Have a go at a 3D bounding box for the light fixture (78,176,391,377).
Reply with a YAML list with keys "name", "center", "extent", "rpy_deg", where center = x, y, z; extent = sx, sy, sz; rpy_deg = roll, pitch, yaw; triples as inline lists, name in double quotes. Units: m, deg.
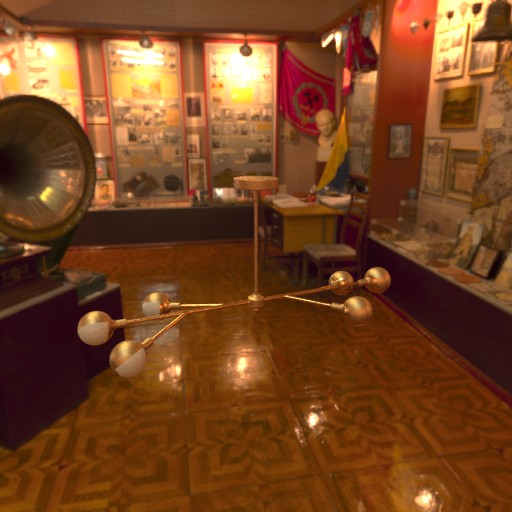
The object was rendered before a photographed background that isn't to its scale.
- name: "light fixture"
  center: [0.000, 0.000, 1.041]
  extent: [0.778, 0.362, 0.434]
  rpy_deg: [-2, 16, -8]
